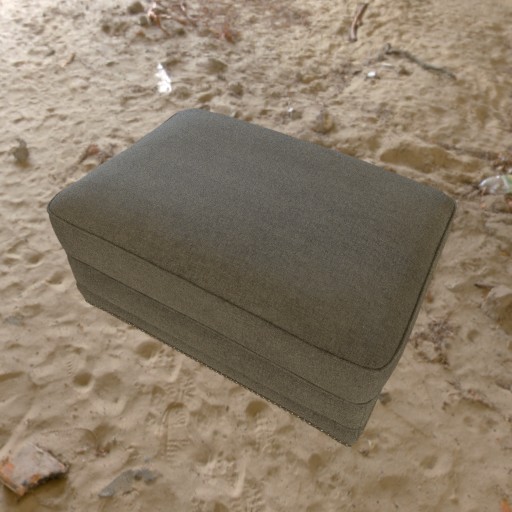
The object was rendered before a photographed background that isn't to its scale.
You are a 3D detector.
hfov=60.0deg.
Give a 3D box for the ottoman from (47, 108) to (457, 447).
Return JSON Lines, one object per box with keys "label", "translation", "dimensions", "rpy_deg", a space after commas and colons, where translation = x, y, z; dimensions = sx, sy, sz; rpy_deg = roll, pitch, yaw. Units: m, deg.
{"label": "ottoman", "translation": [0.000, 0.000, 1.121], "dimensions": [0.813, 0.457, 0.561], "rpy_deg": [23, 50, 21]}
